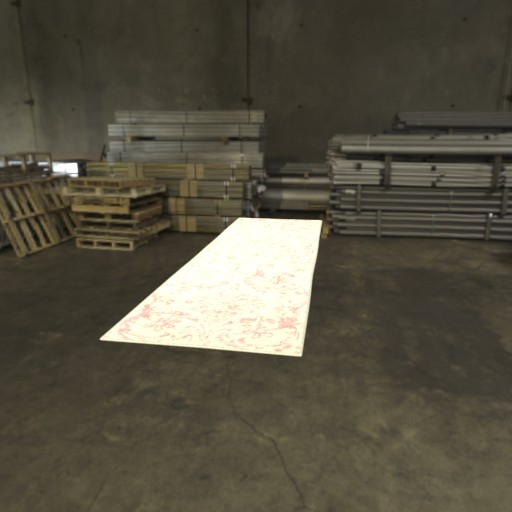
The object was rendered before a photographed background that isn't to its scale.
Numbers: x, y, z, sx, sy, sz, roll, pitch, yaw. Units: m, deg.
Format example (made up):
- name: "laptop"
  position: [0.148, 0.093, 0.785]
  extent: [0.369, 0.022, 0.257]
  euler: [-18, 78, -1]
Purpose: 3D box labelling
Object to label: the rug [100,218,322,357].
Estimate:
- name: "rug"
  position: [0.000, 0.000, 2.437]
  extent: [0.662, 0.011, 2.196]
  euler: [3, 16, 9]
